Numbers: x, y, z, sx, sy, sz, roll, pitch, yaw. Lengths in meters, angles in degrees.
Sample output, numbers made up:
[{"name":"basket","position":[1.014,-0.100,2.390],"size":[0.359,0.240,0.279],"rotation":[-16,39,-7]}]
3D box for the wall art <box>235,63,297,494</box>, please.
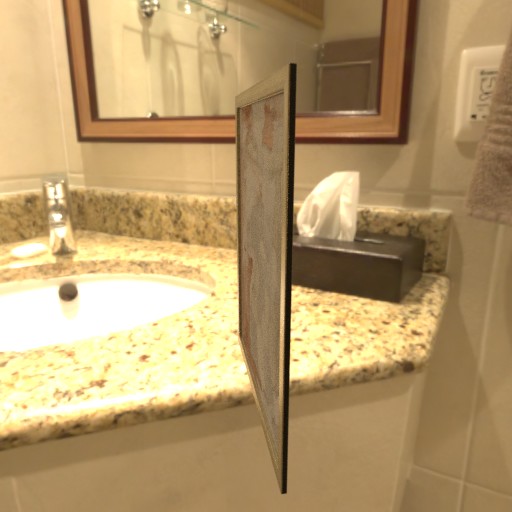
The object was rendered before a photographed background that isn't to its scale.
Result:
[{"name":"wall art","position":[0.000,0.000,0.774],"size":[0.009,0.559,0.483],"rotation":[-3,16,-9]}]
